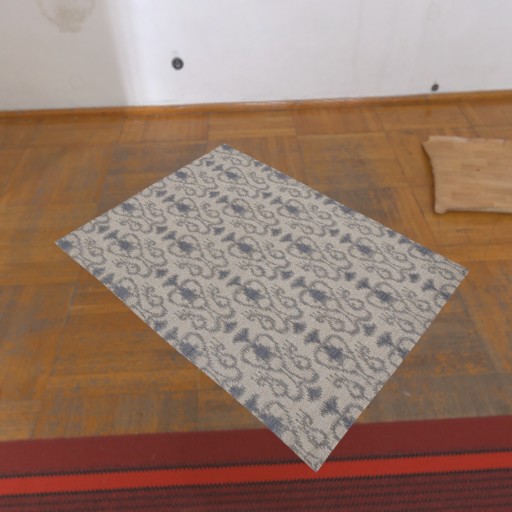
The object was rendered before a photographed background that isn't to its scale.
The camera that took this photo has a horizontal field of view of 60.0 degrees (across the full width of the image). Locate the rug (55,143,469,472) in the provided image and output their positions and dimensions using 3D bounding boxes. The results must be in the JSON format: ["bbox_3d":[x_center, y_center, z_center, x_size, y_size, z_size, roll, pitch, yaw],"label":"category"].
[{"bbox_3d":[0.000,0.000,2.984,2.261,0.013,1.676,33,55,27],"label":"rug"}]
